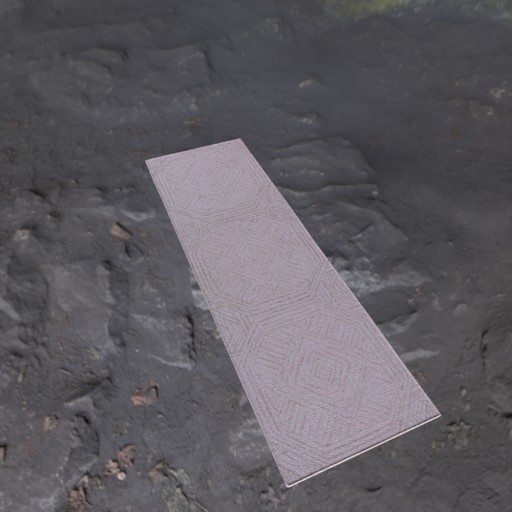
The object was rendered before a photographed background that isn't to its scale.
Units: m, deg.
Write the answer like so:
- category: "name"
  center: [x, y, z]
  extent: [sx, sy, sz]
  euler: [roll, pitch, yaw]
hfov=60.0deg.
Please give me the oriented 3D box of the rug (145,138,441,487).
- category: "rug"
  center: [0.000, 0.000, 2.657]
  extent: [0.775, 0.012, 2.452]
  euler: [-17, 49, -15]
